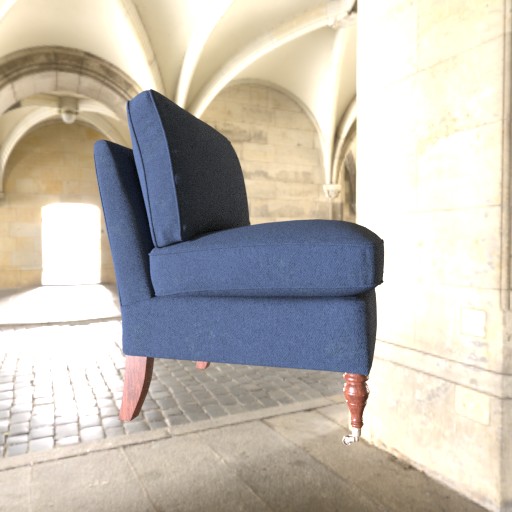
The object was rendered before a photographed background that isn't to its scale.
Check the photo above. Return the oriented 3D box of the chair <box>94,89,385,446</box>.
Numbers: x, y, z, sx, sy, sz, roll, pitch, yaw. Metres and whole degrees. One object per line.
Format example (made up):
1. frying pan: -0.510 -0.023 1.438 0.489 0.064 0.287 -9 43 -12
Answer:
1. chair: 0.000 0.000 1.638 0.912 1.052 0.724 0 2 16
